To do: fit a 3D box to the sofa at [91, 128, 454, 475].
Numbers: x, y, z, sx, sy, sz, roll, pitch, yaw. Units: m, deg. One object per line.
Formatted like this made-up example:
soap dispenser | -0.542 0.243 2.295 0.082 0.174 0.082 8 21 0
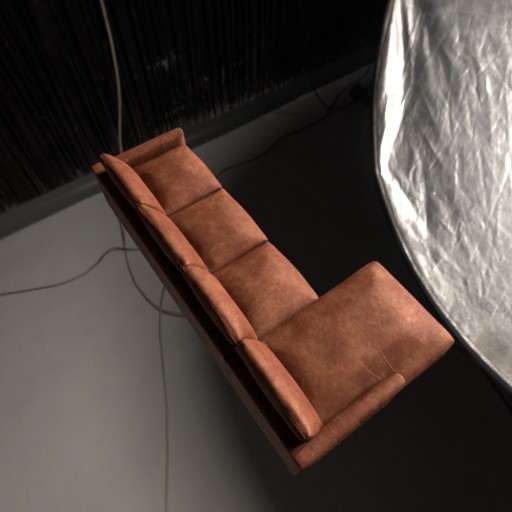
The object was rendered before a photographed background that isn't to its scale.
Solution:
sofa | 0.000 0.000 3.675 1.471 0.859 2.993 -31 63 -18
